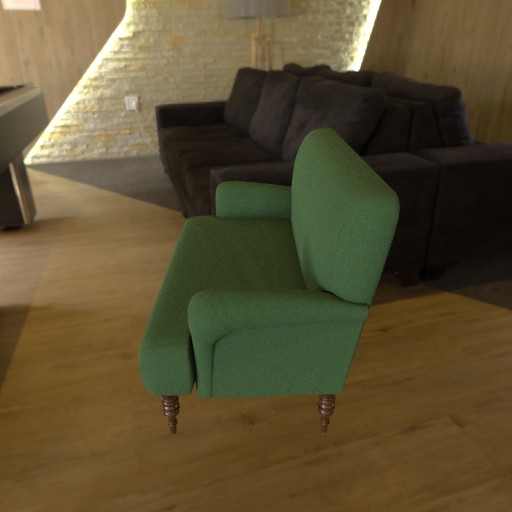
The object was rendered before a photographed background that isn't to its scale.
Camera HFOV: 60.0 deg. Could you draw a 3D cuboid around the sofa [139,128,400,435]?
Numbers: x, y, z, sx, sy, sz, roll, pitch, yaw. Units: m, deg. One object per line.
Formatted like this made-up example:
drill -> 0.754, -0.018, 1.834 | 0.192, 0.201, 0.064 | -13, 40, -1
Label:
sofa -> 0.000, 0.000, 1.887 | 0.779, 0.889, 1.297 | 0, 25, -1
